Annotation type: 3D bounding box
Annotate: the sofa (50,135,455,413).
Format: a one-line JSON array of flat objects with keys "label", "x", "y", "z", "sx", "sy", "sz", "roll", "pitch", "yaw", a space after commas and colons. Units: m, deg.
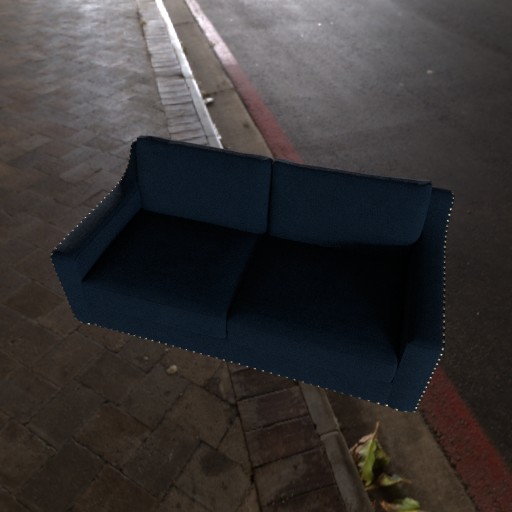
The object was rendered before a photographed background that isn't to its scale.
[{"label": "sofa", "x": 0.000, "y": 0.000, "z": 2.677, "sx": 2.107, "sy": 0.983, "sz": 1.104, "roll": 12, "pitch": 44, "yaw": 13}]
